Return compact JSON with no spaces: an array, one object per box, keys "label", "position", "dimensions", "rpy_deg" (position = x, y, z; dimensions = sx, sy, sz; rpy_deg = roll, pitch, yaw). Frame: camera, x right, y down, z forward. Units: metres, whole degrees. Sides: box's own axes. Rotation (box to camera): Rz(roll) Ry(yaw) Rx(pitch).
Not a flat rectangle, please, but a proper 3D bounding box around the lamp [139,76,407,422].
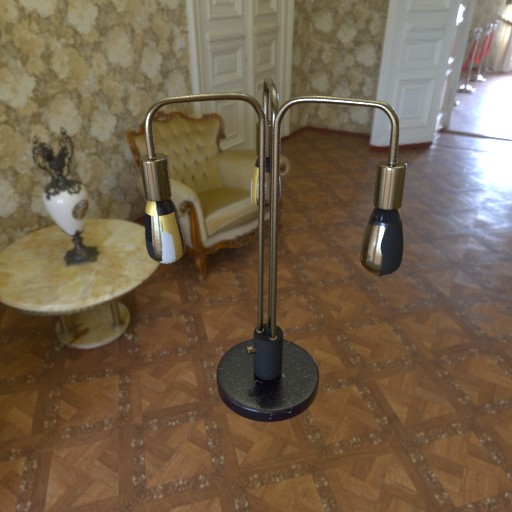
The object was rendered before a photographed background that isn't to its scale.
[{"label":"lamp","position":[0.000,0.000,0.782],"dimensions":[0.368,0.560,0.355],"rpy_deg":[-8,31,-14]}]
